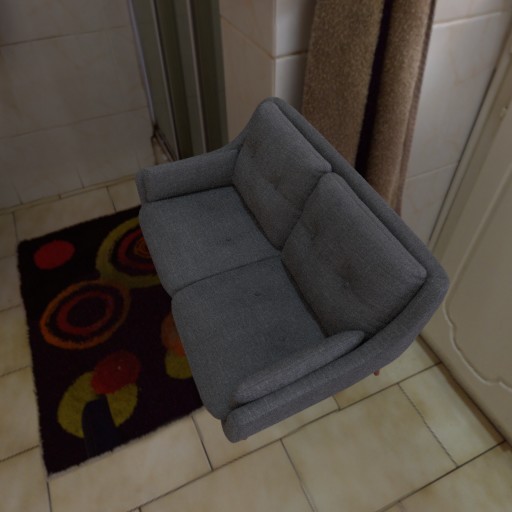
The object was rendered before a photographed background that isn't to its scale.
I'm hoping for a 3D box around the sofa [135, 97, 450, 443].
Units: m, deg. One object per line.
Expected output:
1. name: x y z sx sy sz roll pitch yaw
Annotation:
1. sofa: 0.000 0.000 2.257 0.976 0.887 1.646 -17 49 -15
